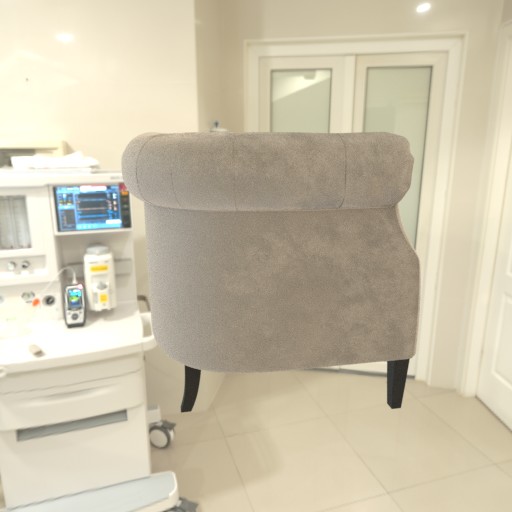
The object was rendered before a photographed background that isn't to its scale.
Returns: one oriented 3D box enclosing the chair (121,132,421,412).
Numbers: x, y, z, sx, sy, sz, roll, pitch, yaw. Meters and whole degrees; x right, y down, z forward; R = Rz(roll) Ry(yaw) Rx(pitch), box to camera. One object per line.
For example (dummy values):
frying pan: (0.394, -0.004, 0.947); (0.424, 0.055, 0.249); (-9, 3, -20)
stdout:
chair: (0.000, 0.000, 1.540); (0.851, 0.826, 0.904); (-3, 15, -10)
